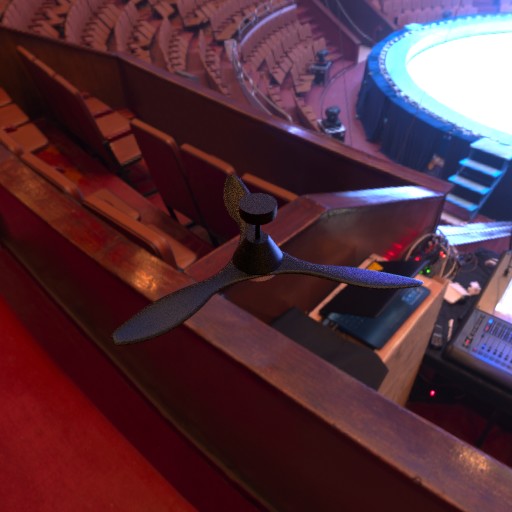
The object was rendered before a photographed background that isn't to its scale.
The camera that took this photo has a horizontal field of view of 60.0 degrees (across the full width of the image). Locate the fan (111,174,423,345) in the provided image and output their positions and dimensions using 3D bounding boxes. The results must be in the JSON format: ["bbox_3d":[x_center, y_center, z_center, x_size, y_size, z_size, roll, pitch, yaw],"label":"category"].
[{"bbox_3d":[0.000,0.000,1.608,1.067,0.305,1.067,24,45,26],"label":"fan"}]
